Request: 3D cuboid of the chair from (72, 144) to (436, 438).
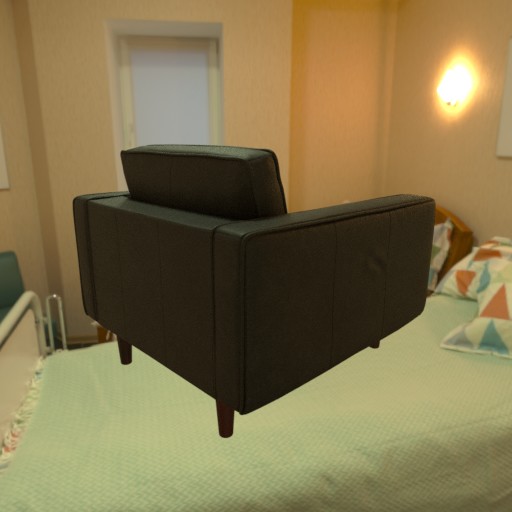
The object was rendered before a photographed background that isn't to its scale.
[{"bbox_3d":[0.000,0.000,1.556,0.914,0.763,0.889,-14,21,-42],"label":"chair"}]
